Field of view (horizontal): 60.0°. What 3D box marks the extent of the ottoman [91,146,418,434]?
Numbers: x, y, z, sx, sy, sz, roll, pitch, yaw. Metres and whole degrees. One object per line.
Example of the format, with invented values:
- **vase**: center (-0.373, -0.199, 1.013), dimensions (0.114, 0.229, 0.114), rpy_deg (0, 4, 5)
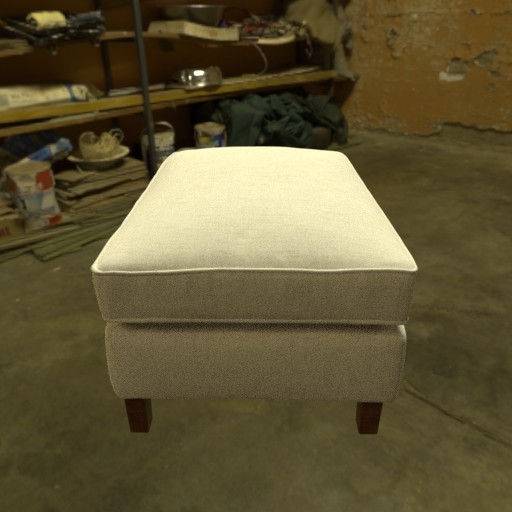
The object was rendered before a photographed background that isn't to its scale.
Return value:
- **ottoman**: center (0.000, 0.000, 0.960), dimensions (0.501, 0.406, 0.665), rpy_deg (0, 27, 1)
